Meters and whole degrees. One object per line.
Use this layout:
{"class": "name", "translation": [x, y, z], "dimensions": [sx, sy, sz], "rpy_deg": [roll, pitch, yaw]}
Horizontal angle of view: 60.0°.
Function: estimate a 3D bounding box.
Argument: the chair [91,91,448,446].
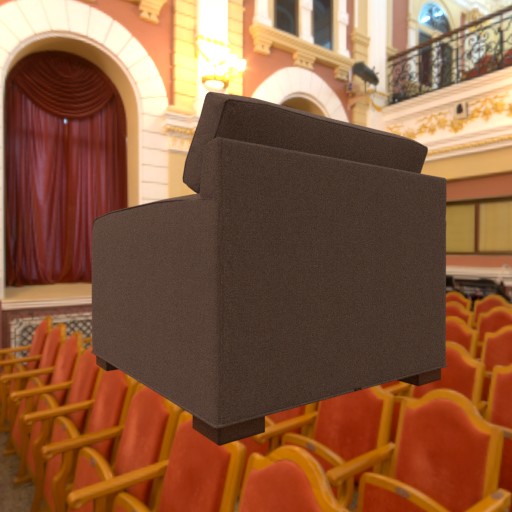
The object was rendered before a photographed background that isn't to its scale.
{"class": "chair", "translation": [0.000, 0.000, 1.757], "dimensions": [0.997, 0.913, 1.043], "rpy_deg": [0, 0, -36]}
